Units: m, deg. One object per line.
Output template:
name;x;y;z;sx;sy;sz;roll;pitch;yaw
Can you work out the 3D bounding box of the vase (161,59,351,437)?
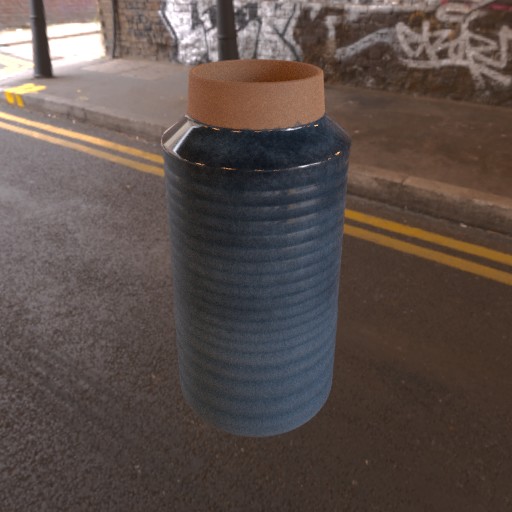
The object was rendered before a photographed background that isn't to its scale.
vase;0.000;0.000;0.402;0.163;0.316;0.163;0;32;0
